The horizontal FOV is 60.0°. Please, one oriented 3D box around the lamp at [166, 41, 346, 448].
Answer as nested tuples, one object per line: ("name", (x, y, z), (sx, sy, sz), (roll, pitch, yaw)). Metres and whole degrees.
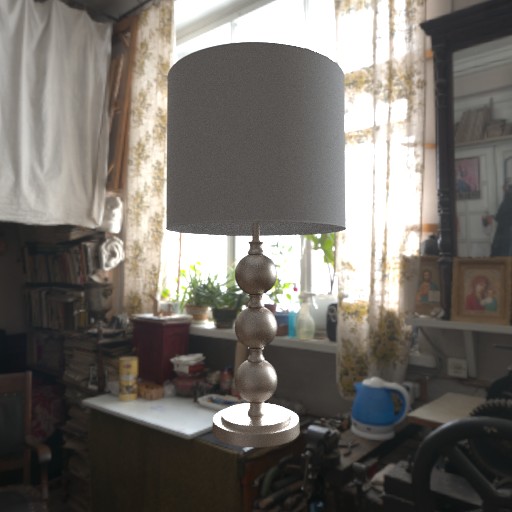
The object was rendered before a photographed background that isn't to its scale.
("lamp", (0.000, 0.000, 0.693), (0.277, 0.538, 0.277), (0, -1, 1))
